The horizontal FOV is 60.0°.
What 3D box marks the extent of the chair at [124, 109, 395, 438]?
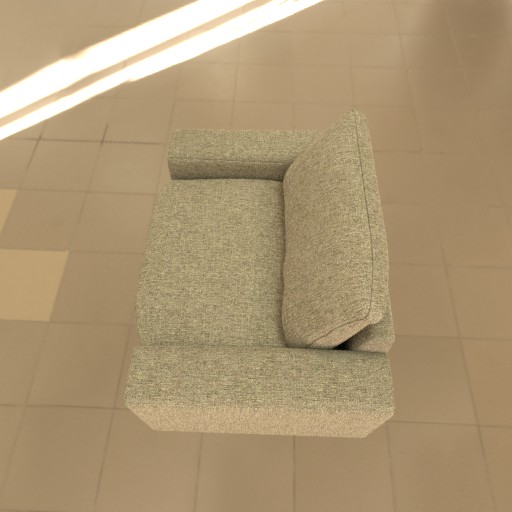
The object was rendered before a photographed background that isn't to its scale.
[{"bbox_3d":[0.000,0.000,2.021,1.039,0.915,1.398,2,59,1],"label":"chair"}]
